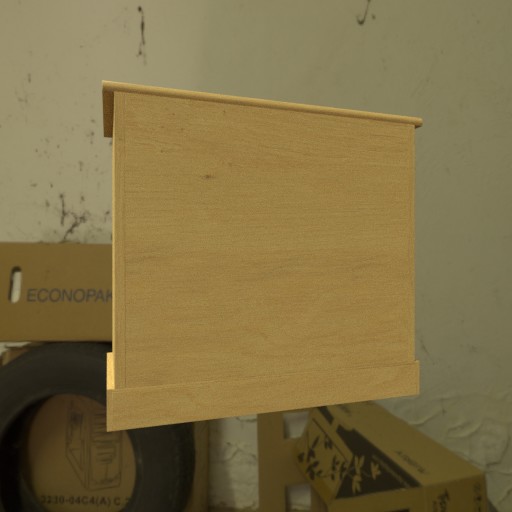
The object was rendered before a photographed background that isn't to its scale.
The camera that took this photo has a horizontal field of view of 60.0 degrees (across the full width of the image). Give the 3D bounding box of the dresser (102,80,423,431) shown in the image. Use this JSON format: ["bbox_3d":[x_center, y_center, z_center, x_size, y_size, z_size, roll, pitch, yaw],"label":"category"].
[{"bbox_3d":[0.000,0.000,1.404,0.915,0.835,0.440,0,0,-18],"label":"dresser"}]
